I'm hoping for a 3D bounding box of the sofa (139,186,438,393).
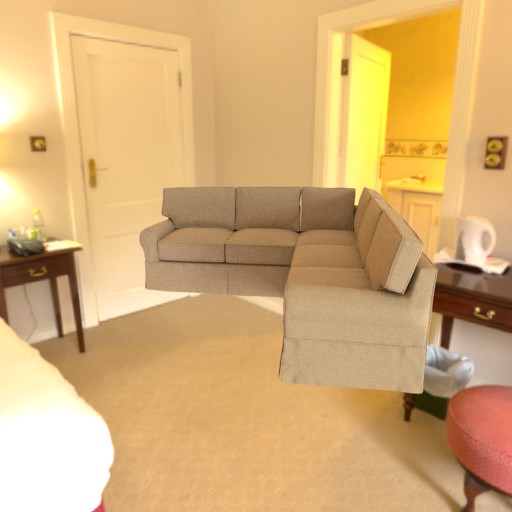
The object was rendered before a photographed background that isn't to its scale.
[{"bbox_3d":[0.000,0.000,4.332,2.730,1.124,2.733,2,15,8],"label":"sofa"}]
